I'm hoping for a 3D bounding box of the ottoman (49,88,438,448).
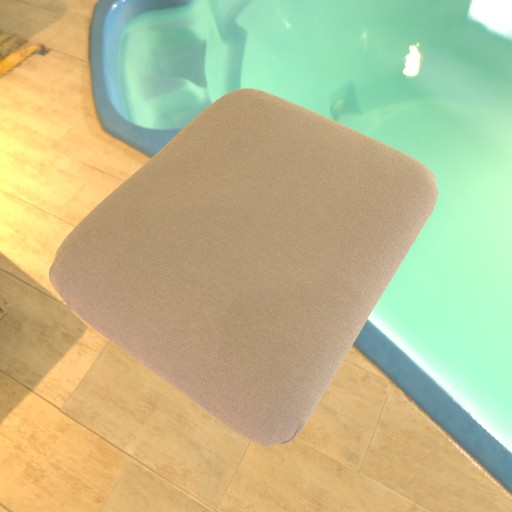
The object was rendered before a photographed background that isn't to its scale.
[{"bbox_3d":[0.000,0.000,1.101,0.622,0.450,0.746,30,63,17],"label":"ottoman"}]
